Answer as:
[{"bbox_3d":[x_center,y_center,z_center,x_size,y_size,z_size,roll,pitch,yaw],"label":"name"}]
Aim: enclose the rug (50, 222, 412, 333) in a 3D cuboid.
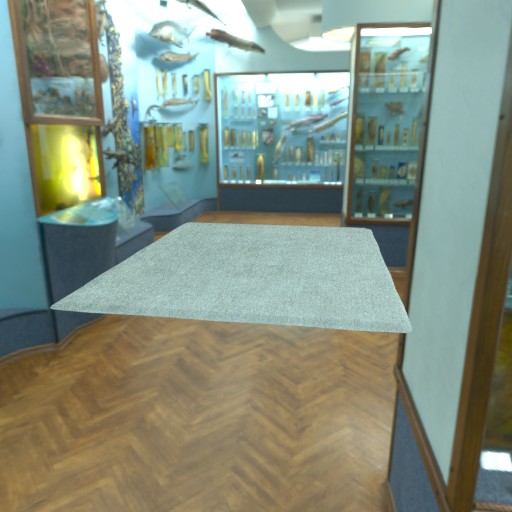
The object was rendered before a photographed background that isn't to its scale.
[{"bbox_3d":[0.000,0.000,4.109,2.332,0.027,2.933,2,16,9],"label":"rug"}]
